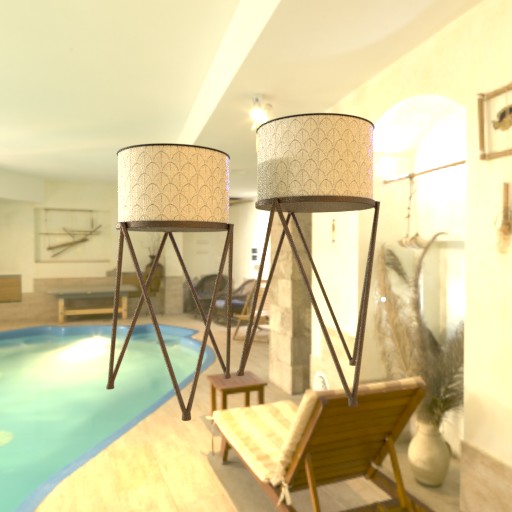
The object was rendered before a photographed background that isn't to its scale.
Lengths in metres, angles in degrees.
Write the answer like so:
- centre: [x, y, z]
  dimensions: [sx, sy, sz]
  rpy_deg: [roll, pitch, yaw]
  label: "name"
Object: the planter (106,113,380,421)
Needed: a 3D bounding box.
- centre: [0.000, 0.000, 1.189]
  dimensions: [0.769, 0.712, 0.413]
  rpy_deg: [0, 1, -18]
  label: "planter"
